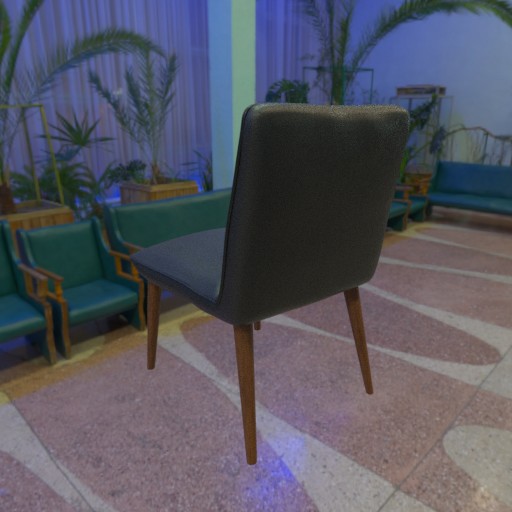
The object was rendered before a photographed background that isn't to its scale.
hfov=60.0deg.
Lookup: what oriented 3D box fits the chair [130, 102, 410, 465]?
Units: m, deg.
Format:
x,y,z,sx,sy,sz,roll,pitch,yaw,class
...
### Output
x,y,z,sx,sy,sz,roll,pitch,yaw,class
0.000,0.000,1.246,0.543,0.801,0.645,-16,24,-41,chair
